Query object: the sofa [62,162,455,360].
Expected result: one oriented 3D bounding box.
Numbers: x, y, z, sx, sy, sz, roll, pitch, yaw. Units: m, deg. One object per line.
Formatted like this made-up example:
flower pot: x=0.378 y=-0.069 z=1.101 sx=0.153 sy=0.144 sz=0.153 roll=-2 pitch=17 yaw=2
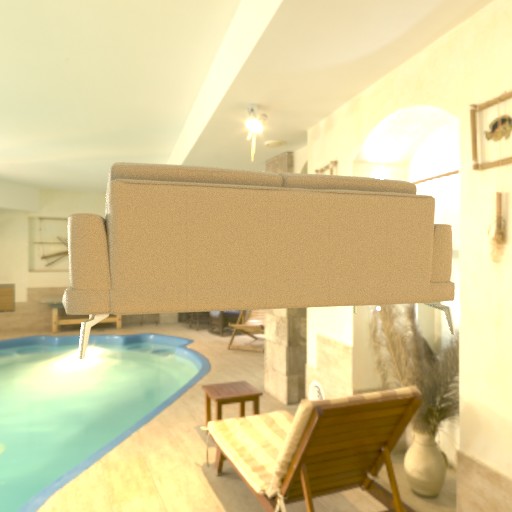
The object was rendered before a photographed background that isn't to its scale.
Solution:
sofa: x=0.000 y=0.000 z=2.779 sx=2.177 sy=0.930 sz=1.121 roll=0 pitch=0 yaw=-18
